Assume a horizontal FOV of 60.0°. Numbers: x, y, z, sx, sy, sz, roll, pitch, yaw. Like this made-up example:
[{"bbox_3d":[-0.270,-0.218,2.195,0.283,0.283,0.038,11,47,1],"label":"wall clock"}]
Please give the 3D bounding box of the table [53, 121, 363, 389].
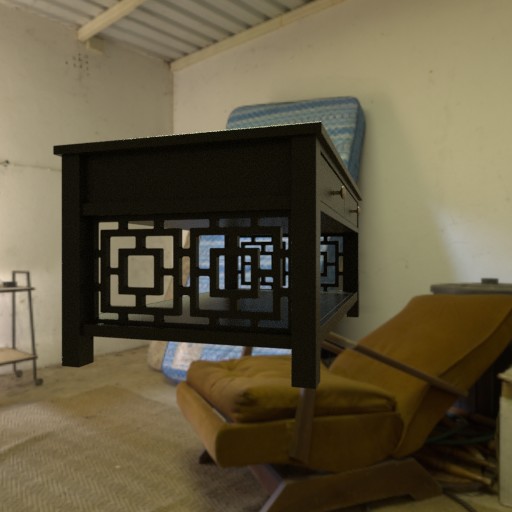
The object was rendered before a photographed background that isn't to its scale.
[{"bbox_3d":[0.000,0.000,1.405,0.612,0.493,1.068,0,0,17],"label":"table"}]
